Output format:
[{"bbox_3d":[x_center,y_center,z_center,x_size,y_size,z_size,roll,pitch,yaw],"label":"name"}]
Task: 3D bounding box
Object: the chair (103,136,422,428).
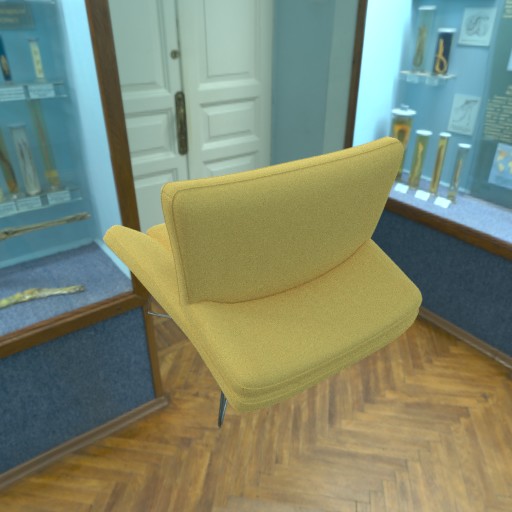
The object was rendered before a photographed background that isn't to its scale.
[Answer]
[{"bbox_3d":[0.000,0.000,1.647,0.859,0.855,1.008,-18,34,-30],"label":"chair"}]
